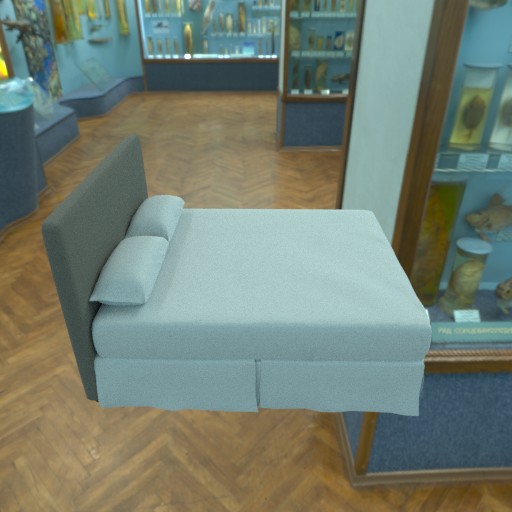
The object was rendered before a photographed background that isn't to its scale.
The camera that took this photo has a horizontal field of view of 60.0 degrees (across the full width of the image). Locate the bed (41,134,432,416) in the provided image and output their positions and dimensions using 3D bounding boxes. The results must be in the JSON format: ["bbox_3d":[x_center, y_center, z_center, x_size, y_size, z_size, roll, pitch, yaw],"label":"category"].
[{"bbox_3d":[0.000,0.000,3.200,2.142,1.330,1.748,0,30,1],"label":"bed"}]
